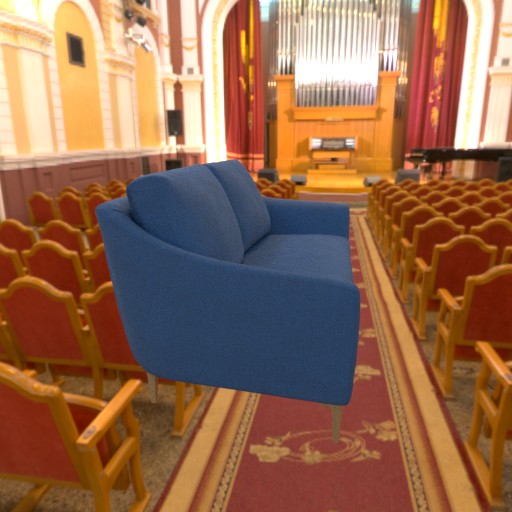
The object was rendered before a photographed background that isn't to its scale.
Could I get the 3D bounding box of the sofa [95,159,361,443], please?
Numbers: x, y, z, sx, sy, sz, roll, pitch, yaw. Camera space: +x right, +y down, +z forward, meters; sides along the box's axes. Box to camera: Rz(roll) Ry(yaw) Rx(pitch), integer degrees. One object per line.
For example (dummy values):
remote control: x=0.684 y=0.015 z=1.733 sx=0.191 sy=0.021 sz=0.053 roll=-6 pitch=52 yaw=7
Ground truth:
sofa: x=0.000 y=0.000 z=2.214 sx=0.960 sy=0.902 sz=1.619 roll=3 pitch=15 yaw=10
